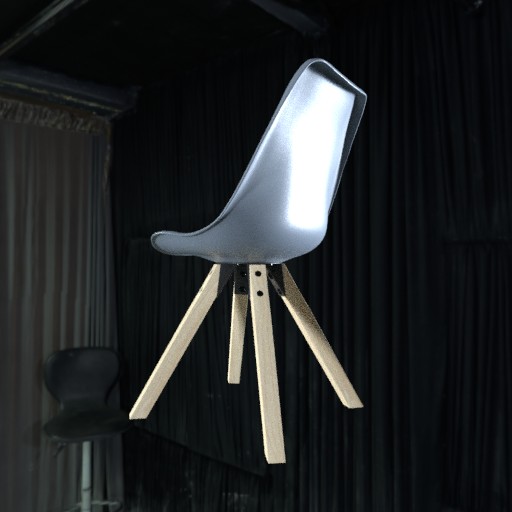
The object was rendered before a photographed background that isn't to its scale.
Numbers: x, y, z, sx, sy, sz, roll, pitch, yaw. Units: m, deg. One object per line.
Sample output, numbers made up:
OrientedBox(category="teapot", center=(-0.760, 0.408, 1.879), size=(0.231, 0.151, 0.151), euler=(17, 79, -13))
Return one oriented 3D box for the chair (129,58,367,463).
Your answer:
OrientedBox(category="chair", center=(0.000, 0.000, 1.193), size=(0.550, 0.850, 0.485), euler=(0, -1, 35))
